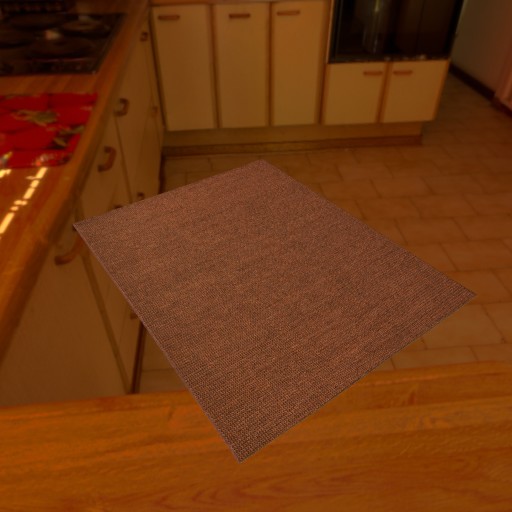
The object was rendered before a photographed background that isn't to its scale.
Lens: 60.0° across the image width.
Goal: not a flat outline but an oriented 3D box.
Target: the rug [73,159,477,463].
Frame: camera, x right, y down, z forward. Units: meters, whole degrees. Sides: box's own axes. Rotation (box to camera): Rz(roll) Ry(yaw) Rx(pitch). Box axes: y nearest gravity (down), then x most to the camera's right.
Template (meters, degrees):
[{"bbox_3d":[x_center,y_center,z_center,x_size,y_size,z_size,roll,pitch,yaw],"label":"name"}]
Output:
[{"bbox_3d":[0.000,0.000,4.166,2.456,0.021,3.068,-25,46,-27],"label":"rug"}]
